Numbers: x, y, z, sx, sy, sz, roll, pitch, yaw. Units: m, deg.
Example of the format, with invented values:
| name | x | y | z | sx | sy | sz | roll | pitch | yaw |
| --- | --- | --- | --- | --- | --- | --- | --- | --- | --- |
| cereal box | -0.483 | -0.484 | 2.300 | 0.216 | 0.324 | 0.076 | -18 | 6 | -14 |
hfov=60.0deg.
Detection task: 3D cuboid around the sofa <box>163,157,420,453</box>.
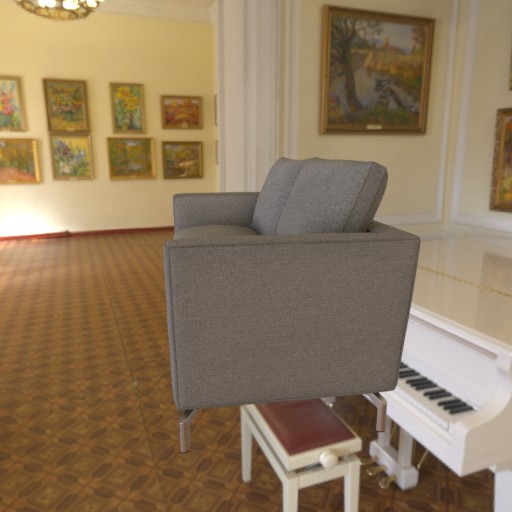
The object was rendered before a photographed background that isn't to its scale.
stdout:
| name | x | y | z | sx | sy | sz | roll | pitch | yaw |
| --- | --- | --- | --- | --- | --- | --- | --- | --- | --- |
| sofa | 0.000 | 0.000 | 2.121 | 0.803 | 0.924 | 1.594 | -2 | 13 | -9 |
